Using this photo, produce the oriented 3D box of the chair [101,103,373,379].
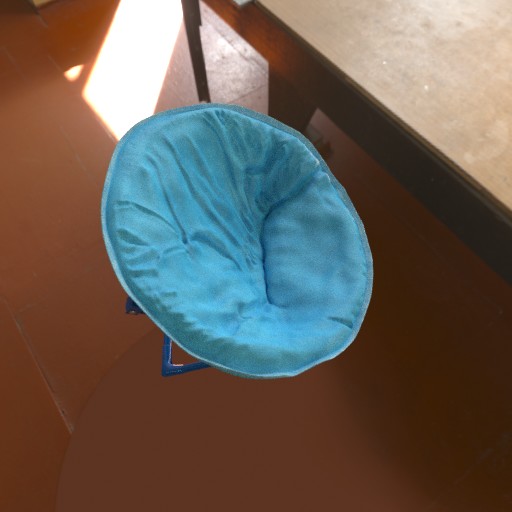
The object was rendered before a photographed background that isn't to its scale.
[{"bbox_3d":[0.000,0.000,0.873,0.465,0.478,0.520,-2,63,-1],"label":"chair"}]
